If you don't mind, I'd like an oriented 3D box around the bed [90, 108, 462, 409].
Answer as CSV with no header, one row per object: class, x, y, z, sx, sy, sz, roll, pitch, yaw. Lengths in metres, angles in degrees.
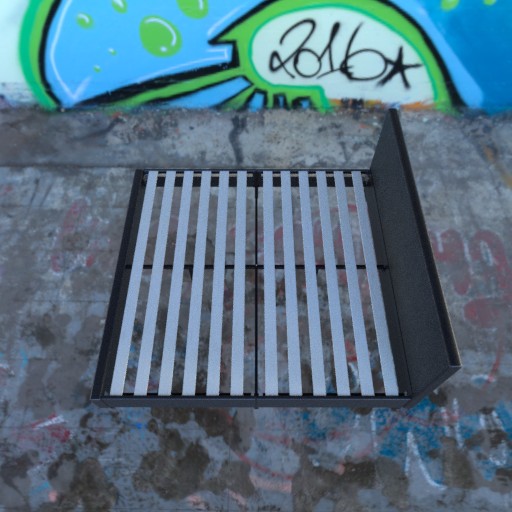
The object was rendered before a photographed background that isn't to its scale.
bed,0.000,0.000,3.274,2.152,1.046,2.018,0,58,0
